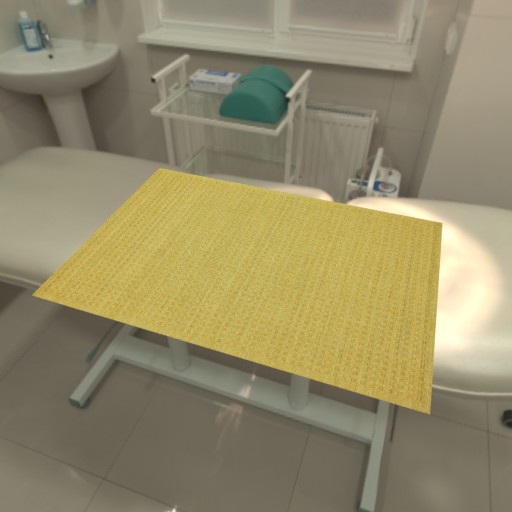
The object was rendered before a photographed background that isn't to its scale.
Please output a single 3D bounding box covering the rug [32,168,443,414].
[{"bbox_3d":[0.000,0.000,3.693,2.895,0.006,1.981,13,43,14],"label":"rug"}]
